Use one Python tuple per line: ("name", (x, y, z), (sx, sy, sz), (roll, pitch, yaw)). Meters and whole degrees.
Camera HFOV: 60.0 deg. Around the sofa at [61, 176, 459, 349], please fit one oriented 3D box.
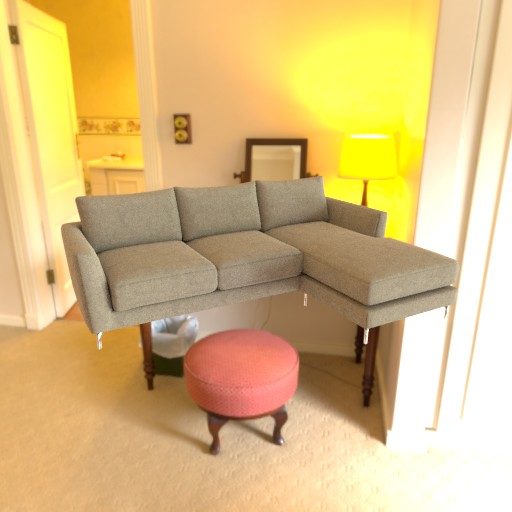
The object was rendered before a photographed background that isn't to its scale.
("sofa", (0.000, 0.000, 3.191), (2.438, 0.864, 1.626), (-9, 20, -27))
